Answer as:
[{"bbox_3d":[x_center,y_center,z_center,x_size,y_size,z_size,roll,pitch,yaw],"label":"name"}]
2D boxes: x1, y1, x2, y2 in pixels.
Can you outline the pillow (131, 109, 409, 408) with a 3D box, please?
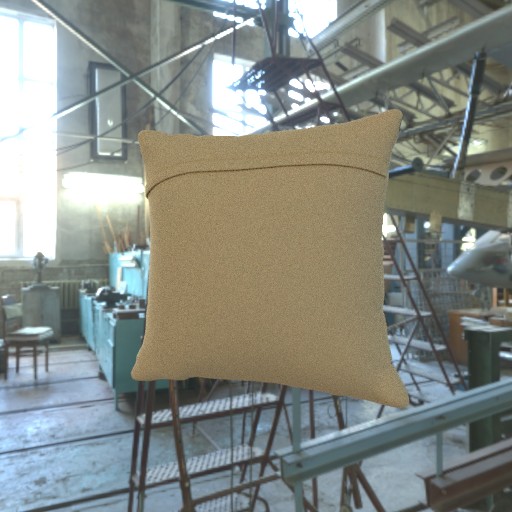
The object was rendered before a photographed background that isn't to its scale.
[{"bbox_3d":[0.000,0.000,0.819,0.536,0.506,0.229,0,0,19],"label":"pillow"}]
